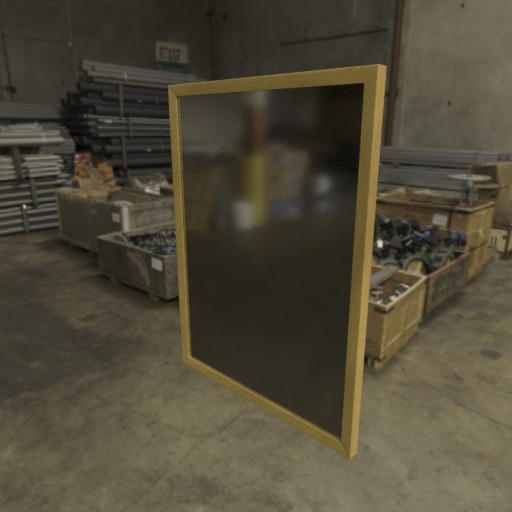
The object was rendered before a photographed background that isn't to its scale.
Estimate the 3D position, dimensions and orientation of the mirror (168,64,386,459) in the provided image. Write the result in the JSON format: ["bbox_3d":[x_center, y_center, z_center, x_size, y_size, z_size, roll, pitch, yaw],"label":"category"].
[{"bbox_3d":[0.000,0.000,1.355,0.762,1.016,0.040,15,22,42],"label":"mirror"}]
